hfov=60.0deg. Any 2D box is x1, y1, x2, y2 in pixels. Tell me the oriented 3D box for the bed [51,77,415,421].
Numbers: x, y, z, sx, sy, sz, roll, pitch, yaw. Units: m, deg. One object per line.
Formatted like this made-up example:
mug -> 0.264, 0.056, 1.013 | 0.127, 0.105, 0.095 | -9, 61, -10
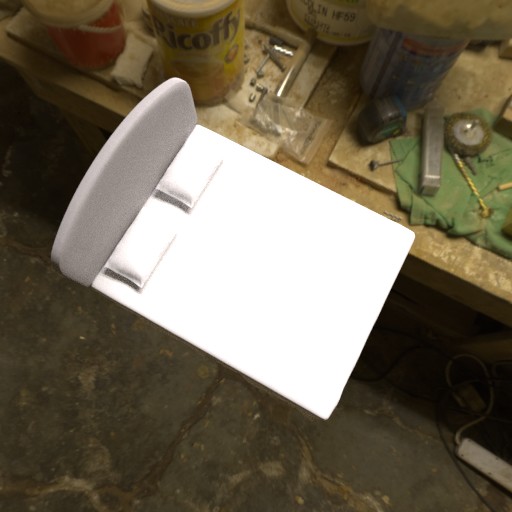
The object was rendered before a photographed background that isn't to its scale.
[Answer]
bed -> 0.000, 0.000, 3.105 | 2.005, 1.410, 1.607 | 28, 77, 7
